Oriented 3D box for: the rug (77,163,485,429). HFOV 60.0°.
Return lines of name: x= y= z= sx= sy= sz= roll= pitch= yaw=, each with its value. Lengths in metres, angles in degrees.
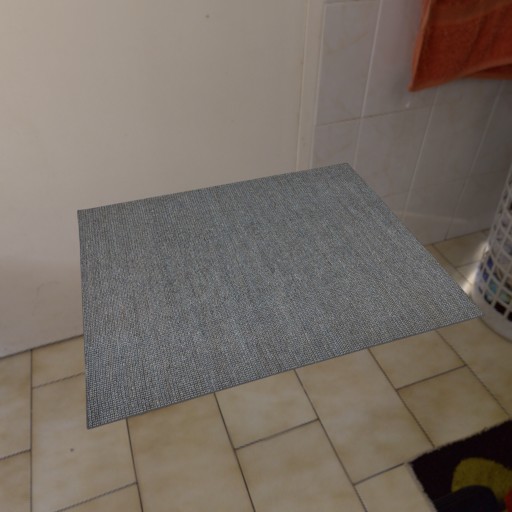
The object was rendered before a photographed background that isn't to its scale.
rug: x=0.000 y=0.000 z=4.037 sx=3.068 sy=0.021 sz=2.456 roll=-12 pitch=44 yaw=-13
